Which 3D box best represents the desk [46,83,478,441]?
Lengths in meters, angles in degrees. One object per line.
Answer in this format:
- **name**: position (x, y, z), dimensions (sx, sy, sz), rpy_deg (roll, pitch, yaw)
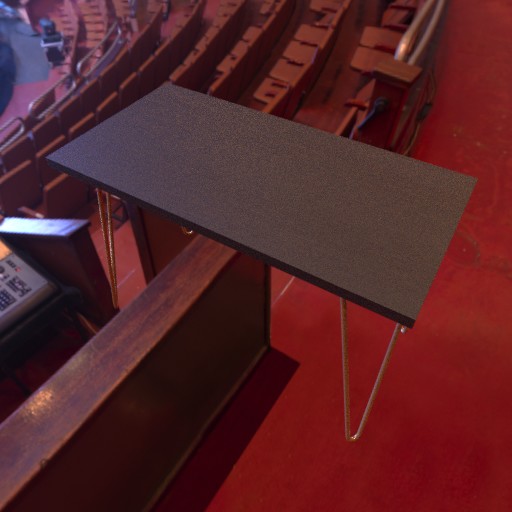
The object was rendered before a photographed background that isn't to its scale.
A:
- **desk**: position (0.000, 0.000, 1.374), dimensions (0.991, 0.660, 0.499), rpy_deg (24, 51, 21)
